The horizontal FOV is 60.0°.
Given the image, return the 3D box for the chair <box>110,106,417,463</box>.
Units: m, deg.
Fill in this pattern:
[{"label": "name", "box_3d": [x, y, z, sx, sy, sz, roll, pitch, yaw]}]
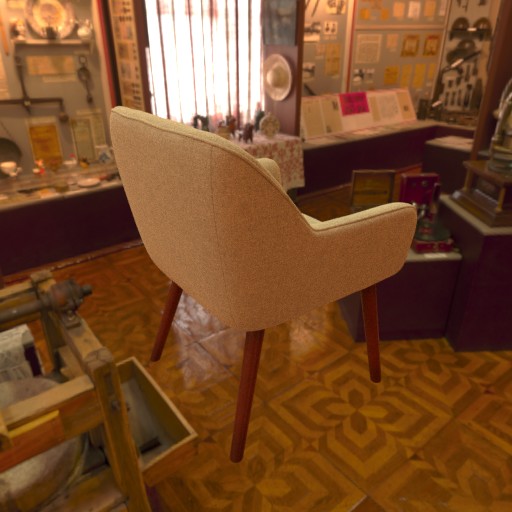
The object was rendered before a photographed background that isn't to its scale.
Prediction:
[{"label": "chair", "box_3d": [0.000, 0.000, 1.250, 0.610, 0.813, 0.610, -18, 32, -32]}]
